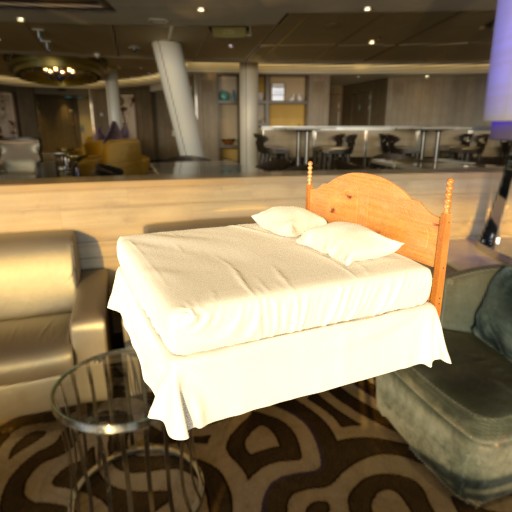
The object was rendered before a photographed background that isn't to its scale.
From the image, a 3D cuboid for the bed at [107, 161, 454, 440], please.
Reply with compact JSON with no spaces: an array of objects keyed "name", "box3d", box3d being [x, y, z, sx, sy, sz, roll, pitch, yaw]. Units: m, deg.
[{"name":"bed","box3d":[0.000,0.000,3.655,2.219,1.355,2.322,-7,18,-24]}]
